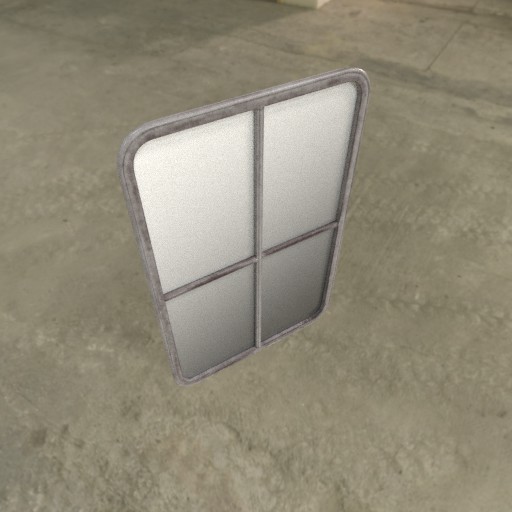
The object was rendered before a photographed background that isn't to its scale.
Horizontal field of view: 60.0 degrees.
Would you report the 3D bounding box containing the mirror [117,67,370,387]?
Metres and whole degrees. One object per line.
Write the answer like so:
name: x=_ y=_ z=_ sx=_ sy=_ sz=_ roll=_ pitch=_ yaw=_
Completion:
mirror: x=0.000 y=0.000 z=0.922 sx=0.461 sy=0.713 sz=0.024 roll=-23 pitch=50 yaw=-21
